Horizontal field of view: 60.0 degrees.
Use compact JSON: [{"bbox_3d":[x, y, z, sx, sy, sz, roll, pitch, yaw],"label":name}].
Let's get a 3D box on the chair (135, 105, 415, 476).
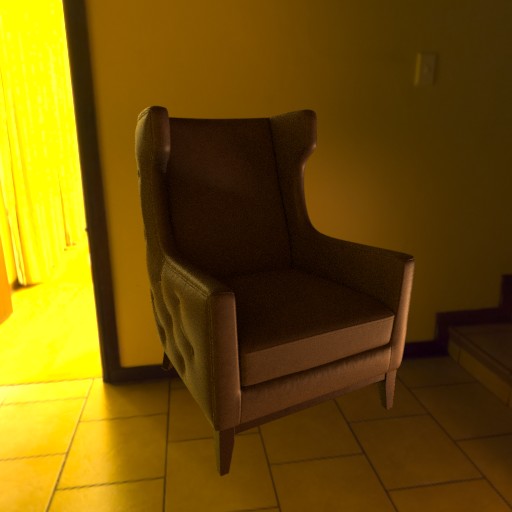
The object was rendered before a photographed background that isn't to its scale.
[{"bbox_3d":[0.000,0.000,1.684,0.769,1.079,0.899,-9,18,-28],"label":"chair"}]
